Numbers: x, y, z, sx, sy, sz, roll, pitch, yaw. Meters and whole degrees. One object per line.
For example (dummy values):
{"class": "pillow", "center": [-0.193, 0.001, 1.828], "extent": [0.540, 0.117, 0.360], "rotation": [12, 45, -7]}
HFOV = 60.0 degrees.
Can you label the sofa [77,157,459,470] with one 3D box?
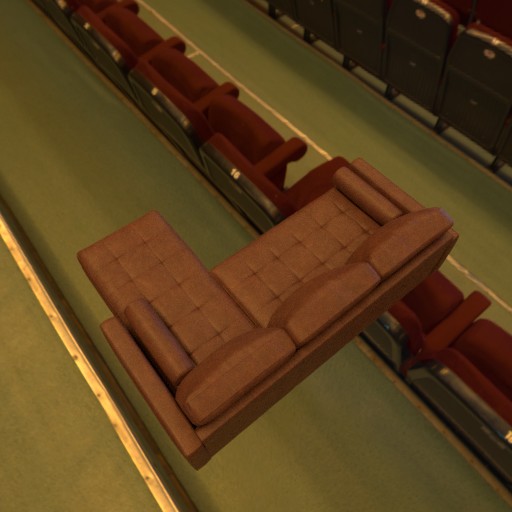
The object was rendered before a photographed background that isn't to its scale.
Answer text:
{"class": "sofa", "center": [0.000, 0.000, 3.014], "extent": [2.185, 0.841, 1.613], "rotation": [-34, 63, -20]}
